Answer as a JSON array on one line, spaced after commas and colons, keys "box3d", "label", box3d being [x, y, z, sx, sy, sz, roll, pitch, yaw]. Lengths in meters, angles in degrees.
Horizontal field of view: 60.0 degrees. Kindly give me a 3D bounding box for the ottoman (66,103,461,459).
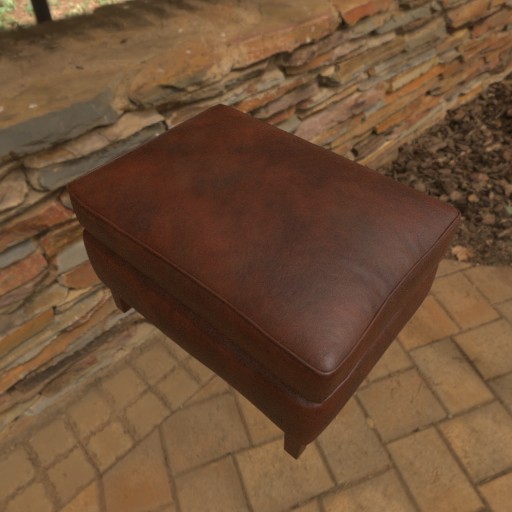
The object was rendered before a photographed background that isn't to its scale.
[{"box3d": [0.000, 0.000, 0.982, 0.665, 0.432, 0.501, 32, 55, 27], "label": "ottoman"}]
